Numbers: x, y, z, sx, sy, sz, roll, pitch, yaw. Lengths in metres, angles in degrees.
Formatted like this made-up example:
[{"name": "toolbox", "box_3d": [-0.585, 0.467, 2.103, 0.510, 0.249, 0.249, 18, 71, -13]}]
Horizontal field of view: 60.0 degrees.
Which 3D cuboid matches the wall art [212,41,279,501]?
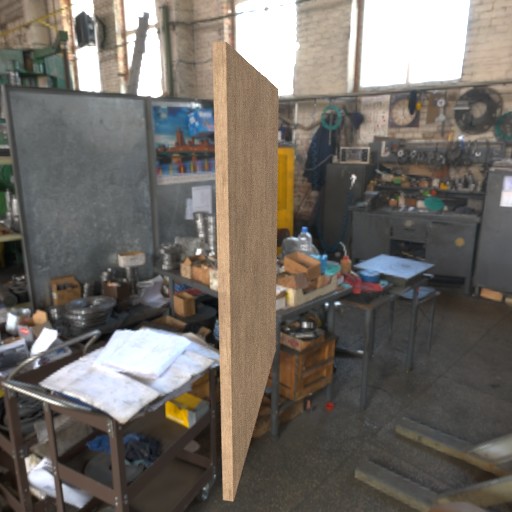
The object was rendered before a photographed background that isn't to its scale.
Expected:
[{"name": "wall art", "box_3d": [0.000, 0.000, 0.889, 0.018, 0.686, 0.534, 3, 15, 9]}]
